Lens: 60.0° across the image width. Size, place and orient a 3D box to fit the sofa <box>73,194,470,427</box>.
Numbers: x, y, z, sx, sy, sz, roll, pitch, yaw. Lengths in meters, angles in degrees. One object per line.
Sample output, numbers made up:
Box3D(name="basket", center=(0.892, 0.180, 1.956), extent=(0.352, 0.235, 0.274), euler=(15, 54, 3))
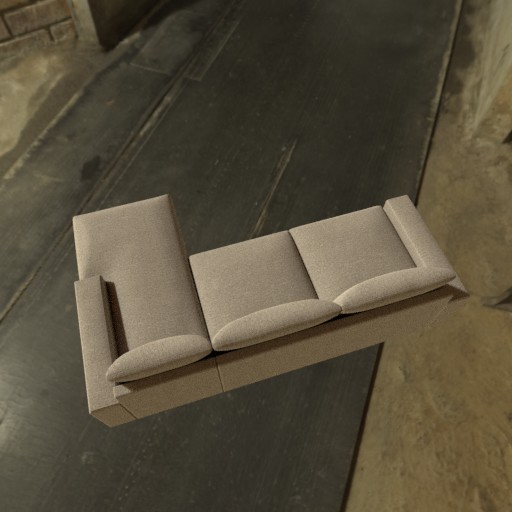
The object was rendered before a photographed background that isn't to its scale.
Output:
Box3D(name="sofa", center=(0.000, 0.000, 3.475), extent=(2.718, 0.813, 1.689), euler=(-15, 60, -9))
